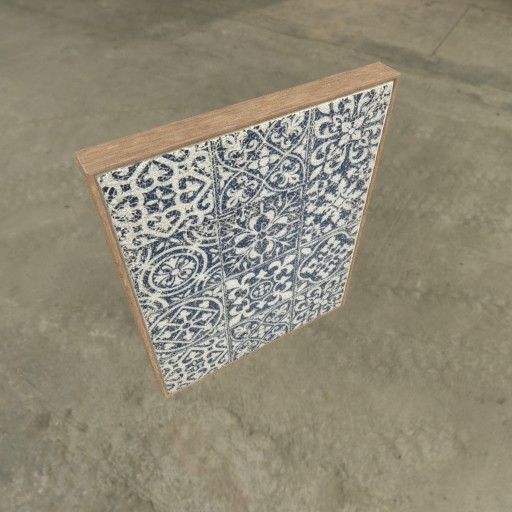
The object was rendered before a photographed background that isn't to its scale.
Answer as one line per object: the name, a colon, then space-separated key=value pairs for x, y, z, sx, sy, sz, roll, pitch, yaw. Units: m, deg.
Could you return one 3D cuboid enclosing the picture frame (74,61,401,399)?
picture frame: x=0.000 y=0.000 z=0.726 sx=0.424 sy=0.526 sz=0.043 roll=-24 pitch=52 yaw=-20
